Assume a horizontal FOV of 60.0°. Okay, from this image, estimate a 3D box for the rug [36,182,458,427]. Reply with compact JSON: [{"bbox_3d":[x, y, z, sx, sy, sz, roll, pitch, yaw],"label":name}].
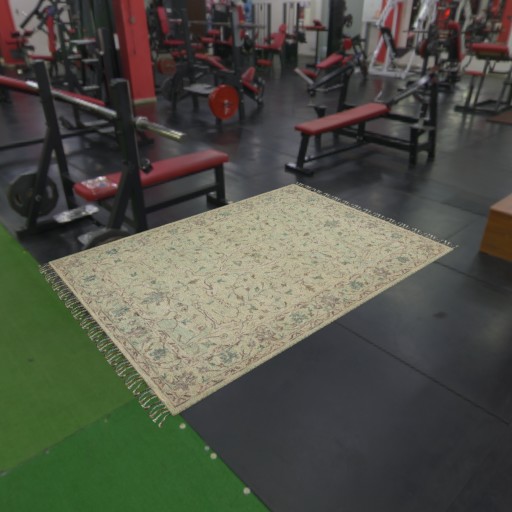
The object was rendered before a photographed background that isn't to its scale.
[{"bbox_3d":[0.000,0.000,2.270,1.802,0.008,1.247,-23,37,-33],"label":"rug"}]
